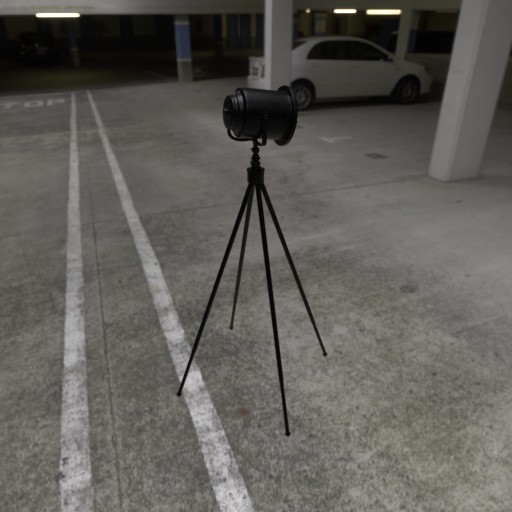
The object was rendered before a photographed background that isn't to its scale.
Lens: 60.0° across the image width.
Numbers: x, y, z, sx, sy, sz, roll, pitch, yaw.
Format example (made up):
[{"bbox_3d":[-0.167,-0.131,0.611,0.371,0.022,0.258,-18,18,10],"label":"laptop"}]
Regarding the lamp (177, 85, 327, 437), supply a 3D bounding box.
[{"bbox_3d":[0.000,0.000,2.083,0.884,1.504,0.879,-11,31,-18],"label":"lamp"}]
